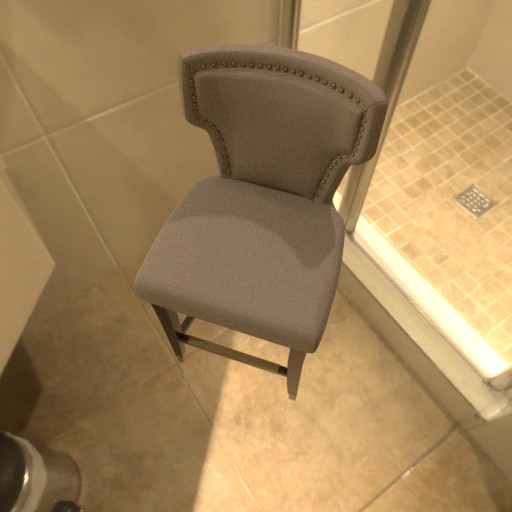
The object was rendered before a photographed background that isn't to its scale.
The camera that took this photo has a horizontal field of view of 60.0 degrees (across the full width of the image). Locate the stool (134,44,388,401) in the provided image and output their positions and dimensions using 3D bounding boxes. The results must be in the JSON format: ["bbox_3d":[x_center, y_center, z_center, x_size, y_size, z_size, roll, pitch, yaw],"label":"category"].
[{"bbox_3d":[0.000,0.000,1.390,0.526,1.092,0.563,16,60,10],"label":"stool"}]
